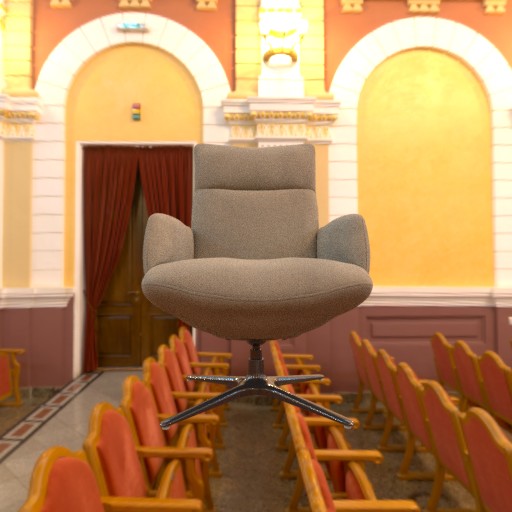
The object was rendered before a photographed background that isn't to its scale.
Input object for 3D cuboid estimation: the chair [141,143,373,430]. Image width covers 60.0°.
[{"bbox_3d":[0.000,0.000,1.607,0.711,1.016,0.889,0,-1,-1],"label":"chair"}]
